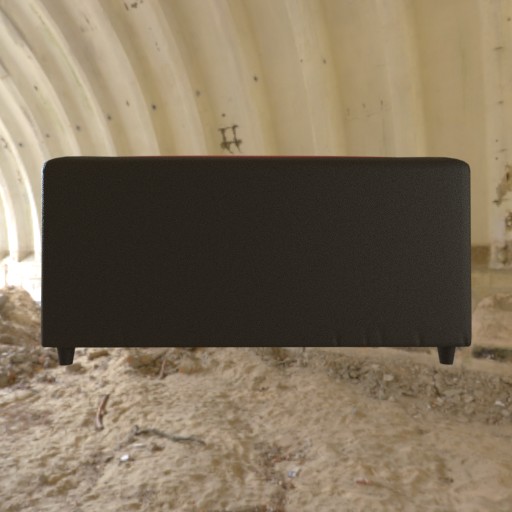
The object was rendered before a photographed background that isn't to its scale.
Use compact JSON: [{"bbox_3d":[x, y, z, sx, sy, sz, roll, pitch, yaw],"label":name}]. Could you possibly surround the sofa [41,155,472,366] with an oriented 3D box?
[{"bbox_3d":[0.000,0.000,1.855,1.410,0.735,0.845,0,-1,-1],"label":"sofa"}]
